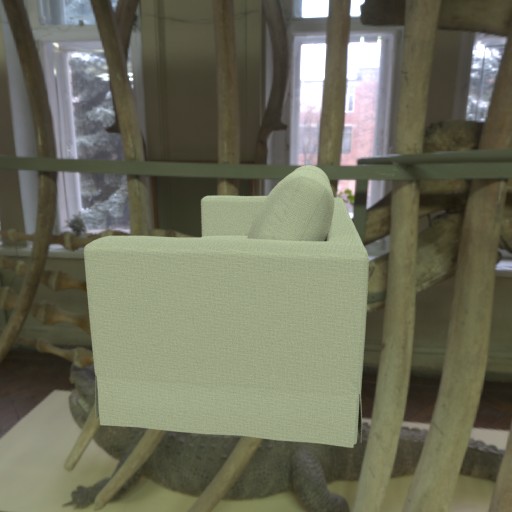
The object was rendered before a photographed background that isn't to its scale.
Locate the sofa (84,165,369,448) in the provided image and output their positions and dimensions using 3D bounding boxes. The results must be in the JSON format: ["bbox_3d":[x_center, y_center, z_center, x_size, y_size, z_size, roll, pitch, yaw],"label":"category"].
[{"bbox_3d":[0.000,0.000,2.389,1.009,0.932,1.813,2,13,8],"label":"sofa"}]
